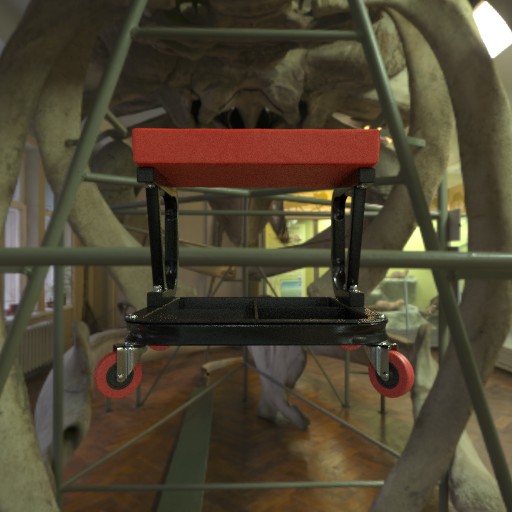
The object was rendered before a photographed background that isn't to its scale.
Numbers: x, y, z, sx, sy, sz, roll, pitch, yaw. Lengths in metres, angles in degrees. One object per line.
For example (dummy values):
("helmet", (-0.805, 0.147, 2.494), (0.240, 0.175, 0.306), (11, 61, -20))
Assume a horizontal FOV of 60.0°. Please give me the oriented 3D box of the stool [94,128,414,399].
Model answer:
("stool", (0.000, 0.000, 0.738), (0.446, 0.380, 0.371), (0, 0, -1))
